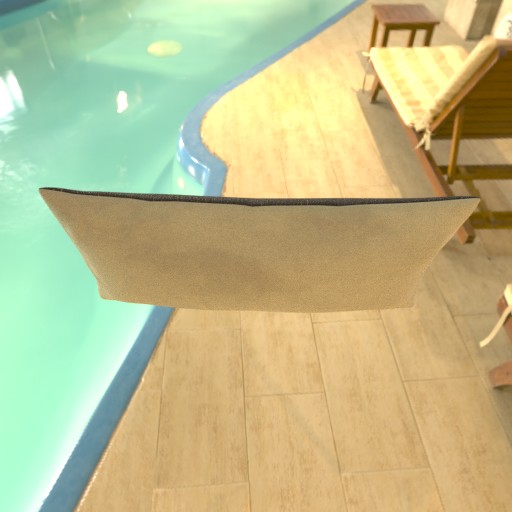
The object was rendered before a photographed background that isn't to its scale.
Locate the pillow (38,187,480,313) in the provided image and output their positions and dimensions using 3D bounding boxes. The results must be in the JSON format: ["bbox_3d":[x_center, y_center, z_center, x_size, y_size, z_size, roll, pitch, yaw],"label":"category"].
[{"bbox_3d":[0.000,0.000,0.733,0.608,0.305,0.156,1,46,1],"label":"pillow"}]
